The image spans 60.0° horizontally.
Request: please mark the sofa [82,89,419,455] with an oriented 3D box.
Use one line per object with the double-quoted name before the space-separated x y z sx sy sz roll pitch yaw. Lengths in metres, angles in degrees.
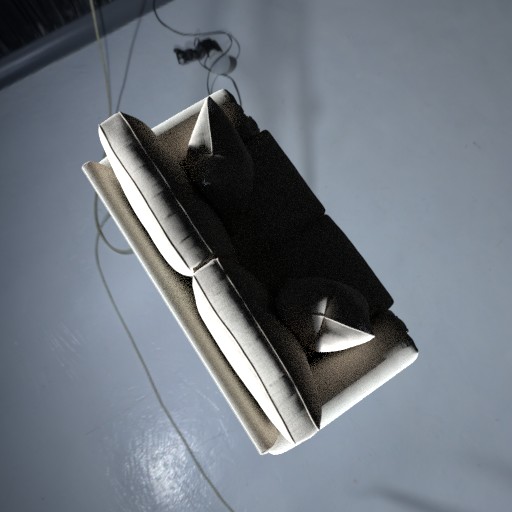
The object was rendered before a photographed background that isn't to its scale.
"sofa" 0.000 0.000 2.280 0.966 0.966 1.701 -33 79 -7
